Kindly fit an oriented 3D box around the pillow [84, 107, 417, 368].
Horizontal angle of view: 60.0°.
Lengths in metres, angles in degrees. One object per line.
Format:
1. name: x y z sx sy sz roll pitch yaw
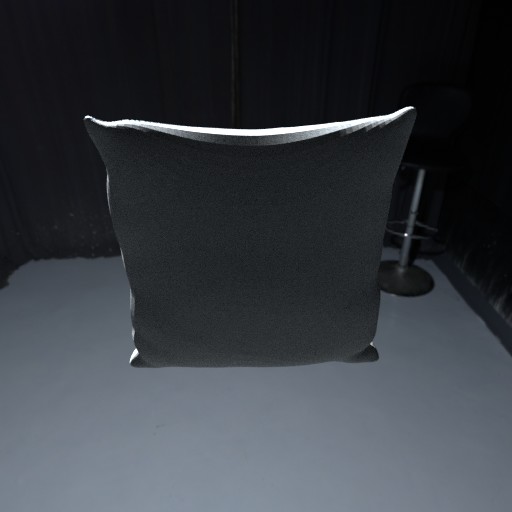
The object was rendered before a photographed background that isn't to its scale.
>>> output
1. pillow: 0.000 0.000 0.681 0.440 0.441 0.182 -1 31 -2
